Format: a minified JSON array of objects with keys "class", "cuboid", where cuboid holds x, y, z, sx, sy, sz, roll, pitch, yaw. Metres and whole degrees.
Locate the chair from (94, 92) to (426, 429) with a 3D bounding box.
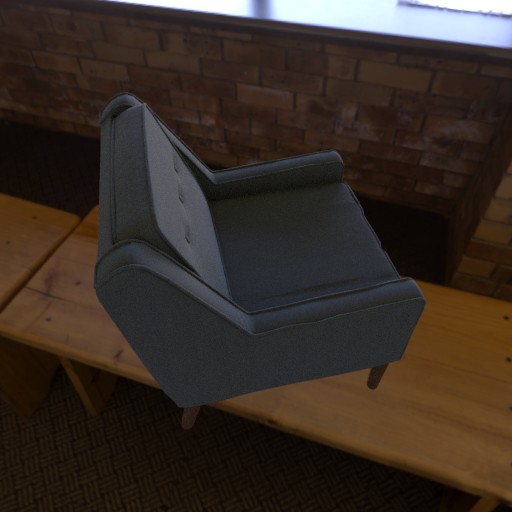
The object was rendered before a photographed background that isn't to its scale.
[{"class":"chair","cuboid":[0.000,0.000,1.289,0.733,0.780,0.663,-9,48,-8]}]
